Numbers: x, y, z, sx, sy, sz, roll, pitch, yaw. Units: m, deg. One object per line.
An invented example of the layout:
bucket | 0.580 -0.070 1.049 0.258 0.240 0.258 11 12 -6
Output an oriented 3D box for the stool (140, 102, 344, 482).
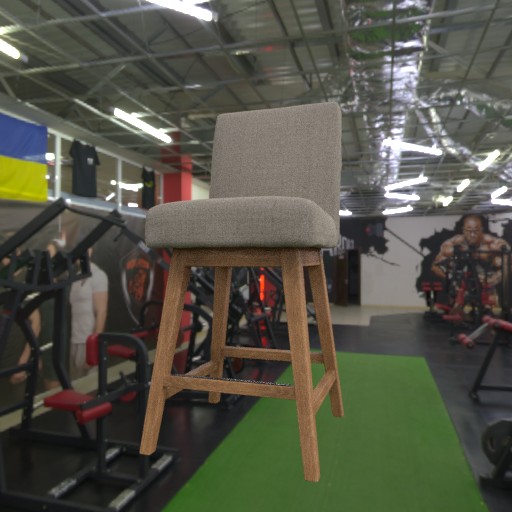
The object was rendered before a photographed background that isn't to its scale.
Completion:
stool | 0.000 0.000 1.299 0.459 1.010 0.526 0 0 18
